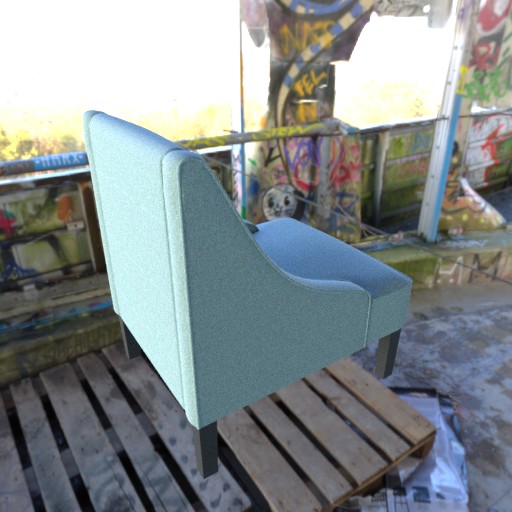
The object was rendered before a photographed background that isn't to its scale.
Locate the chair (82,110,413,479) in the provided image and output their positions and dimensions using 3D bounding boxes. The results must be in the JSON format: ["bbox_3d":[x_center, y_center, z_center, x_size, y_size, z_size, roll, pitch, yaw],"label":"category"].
[{"bbox_3d":[0.000,0.000,1.829,1.025,1.133,0.857,-17,31,-30],"label":"chair"}]
